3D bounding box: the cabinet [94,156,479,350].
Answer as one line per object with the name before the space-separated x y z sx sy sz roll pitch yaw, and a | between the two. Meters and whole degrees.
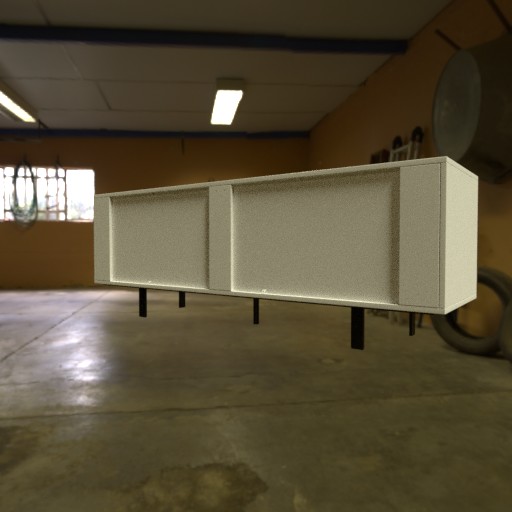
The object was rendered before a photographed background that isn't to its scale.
cabinet | 0.000 0.000 1.732 1.499 0.533 0.431 1 2 36
